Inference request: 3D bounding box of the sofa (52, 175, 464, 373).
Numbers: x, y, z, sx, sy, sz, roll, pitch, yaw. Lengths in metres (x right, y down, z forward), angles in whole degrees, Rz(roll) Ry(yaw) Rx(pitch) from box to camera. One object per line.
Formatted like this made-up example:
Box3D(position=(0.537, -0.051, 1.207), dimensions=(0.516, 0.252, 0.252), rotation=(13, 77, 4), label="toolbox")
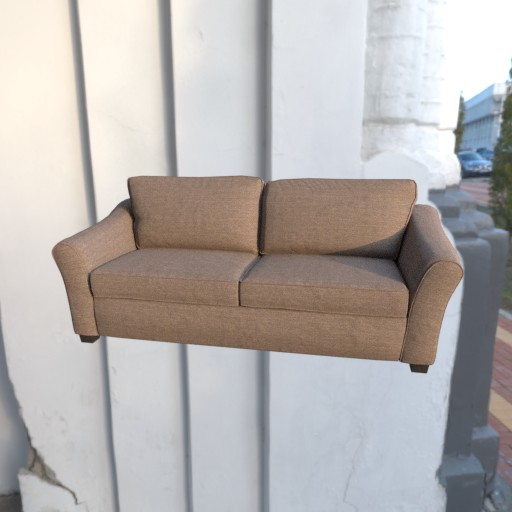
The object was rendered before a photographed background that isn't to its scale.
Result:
Box3D(position=(0.000, 0.000, 2.789), dimensions=(2.270, 0.965, 0.980), rotation=(3, 14, 11), label="sofa")
